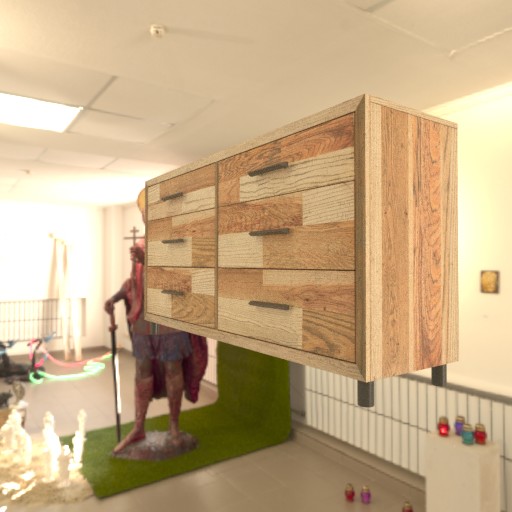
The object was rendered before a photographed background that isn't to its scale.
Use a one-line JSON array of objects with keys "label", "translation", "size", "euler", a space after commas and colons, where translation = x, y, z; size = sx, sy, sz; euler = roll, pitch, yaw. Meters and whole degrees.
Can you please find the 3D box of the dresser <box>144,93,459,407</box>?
[{"label": "dresser", "translation": [0.000, 0.000, 1.903], "size": [0.487, 0.834, 1.547], "euler": [1, -1, -35]}]
